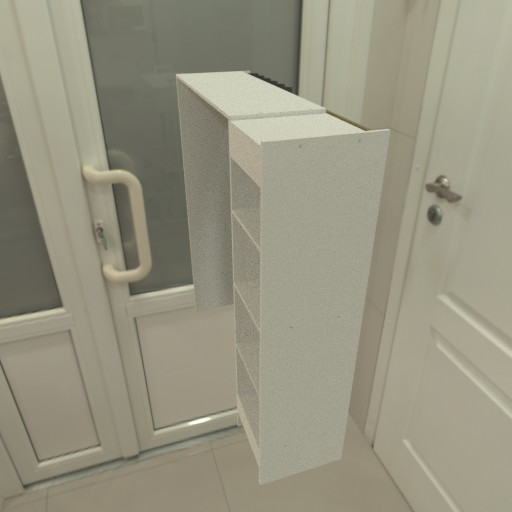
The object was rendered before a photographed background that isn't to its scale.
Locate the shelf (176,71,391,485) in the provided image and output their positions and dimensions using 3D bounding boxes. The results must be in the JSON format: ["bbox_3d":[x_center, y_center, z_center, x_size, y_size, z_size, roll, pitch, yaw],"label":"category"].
[{"bbox_3d":[0.000,0.000,2.596,0.500,1.810,1.600,-10,31,-16],"label":"shelf"}]
